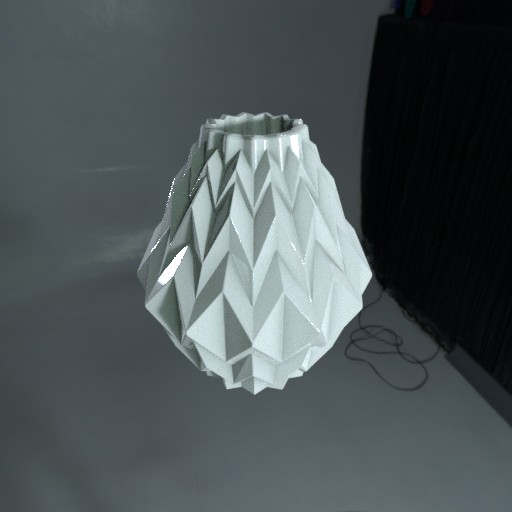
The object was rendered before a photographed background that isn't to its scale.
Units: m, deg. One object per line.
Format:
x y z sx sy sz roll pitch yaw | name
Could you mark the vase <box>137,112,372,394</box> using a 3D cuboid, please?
0.000 0.000 0.313 0.164 0.185 0.164 0 30 0 | vase
